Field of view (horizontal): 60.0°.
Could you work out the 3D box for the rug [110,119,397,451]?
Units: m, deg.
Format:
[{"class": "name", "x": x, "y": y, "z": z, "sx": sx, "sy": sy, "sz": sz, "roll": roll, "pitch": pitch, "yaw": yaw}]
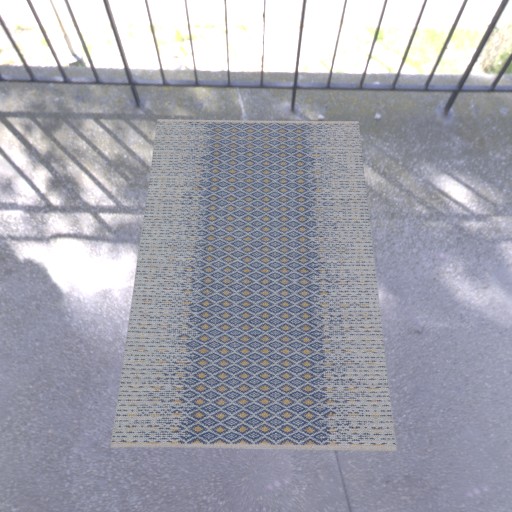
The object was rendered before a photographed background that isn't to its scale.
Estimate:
[{"class": "rug", "x": 0.000, "y": 0.000, "z": 2.284, "sx": 1.219, "sy": 0.005, "sz": 1.828, "roll": 1, "pitch": 64, "yaw": 0}]
